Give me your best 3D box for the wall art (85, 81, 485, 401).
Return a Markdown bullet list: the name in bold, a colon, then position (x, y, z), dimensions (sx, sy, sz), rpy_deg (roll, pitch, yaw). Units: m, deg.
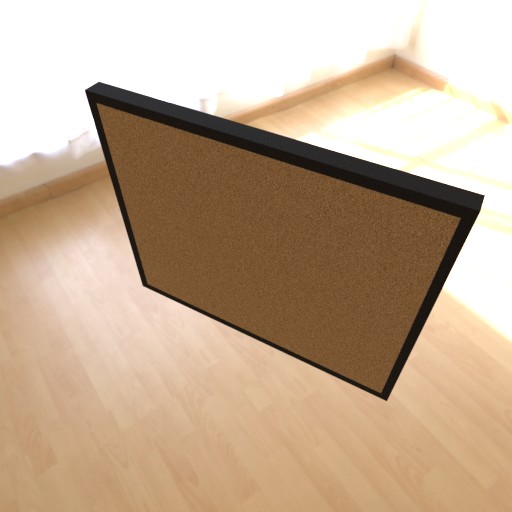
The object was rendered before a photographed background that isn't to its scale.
- **wall art**: position (0.000, 0.000, 0.732), dimensions (0.554, 0.454, 0.030), rpy_deg (22, 51, 19)
